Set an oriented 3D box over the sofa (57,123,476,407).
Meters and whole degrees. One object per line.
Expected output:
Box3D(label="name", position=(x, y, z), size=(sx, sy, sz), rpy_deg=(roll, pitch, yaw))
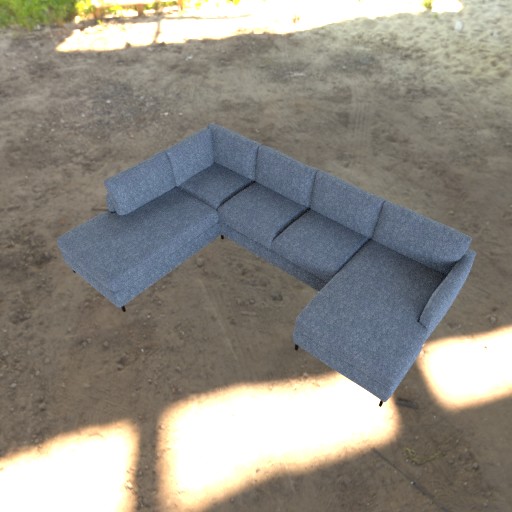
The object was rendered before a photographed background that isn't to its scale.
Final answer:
Box3D(label="sofa", position=(0.000, 0.000, 3.488), size=(2.737, 0.756, 1.879), rpy_deg=(31, 52, 27))
